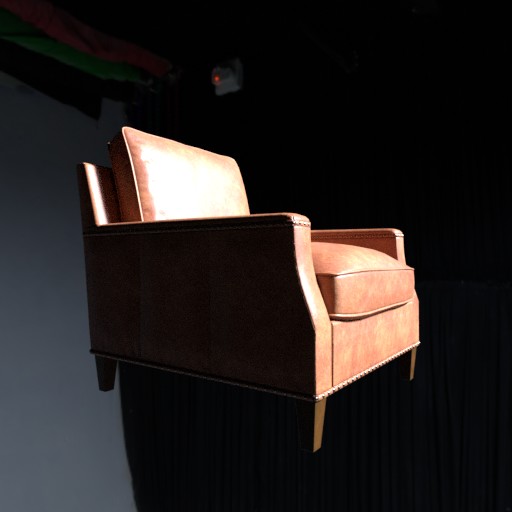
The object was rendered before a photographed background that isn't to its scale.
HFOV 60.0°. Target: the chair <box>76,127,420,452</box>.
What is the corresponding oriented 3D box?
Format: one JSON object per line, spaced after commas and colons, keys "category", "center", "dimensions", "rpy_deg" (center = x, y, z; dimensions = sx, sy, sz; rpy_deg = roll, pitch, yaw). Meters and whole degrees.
{"category": "chair", "center": [0.000, 0.000, 1.652], "dimensions": [1.014, 0.943, 0.853], "rpy_deg": [0, 0, 36]}
